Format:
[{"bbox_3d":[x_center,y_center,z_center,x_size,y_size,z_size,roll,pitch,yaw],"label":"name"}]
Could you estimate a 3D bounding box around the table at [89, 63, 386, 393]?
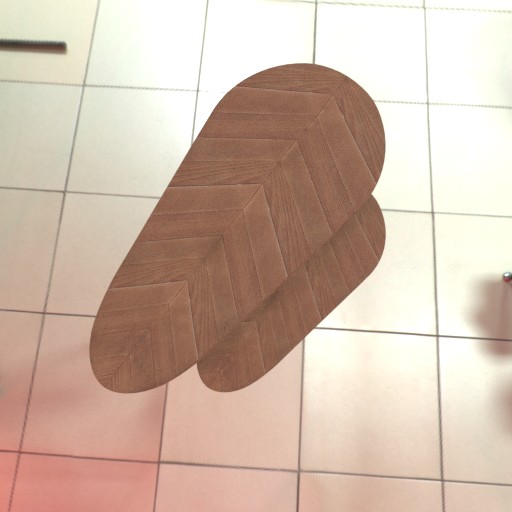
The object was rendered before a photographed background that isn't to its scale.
[{"bbox_3d":[0.000,0.000,1.587,0.701,0.595,1.190,36,79,8],"label":"table"}]
